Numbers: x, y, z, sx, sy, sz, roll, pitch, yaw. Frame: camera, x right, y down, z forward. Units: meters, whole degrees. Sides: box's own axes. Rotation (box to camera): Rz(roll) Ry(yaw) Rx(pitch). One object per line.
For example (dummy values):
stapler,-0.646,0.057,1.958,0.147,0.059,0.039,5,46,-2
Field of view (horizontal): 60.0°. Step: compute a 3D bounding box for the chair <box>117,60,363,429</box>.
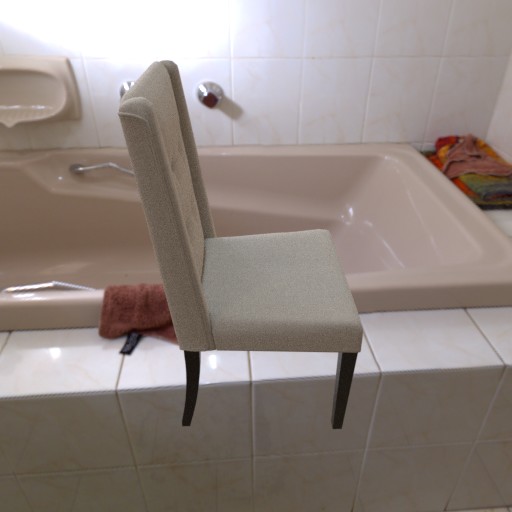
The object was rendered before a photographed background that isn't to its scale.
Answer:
chair,0.000,0.000,1.241,0.523,0.961,0.474,-1,33,-2
